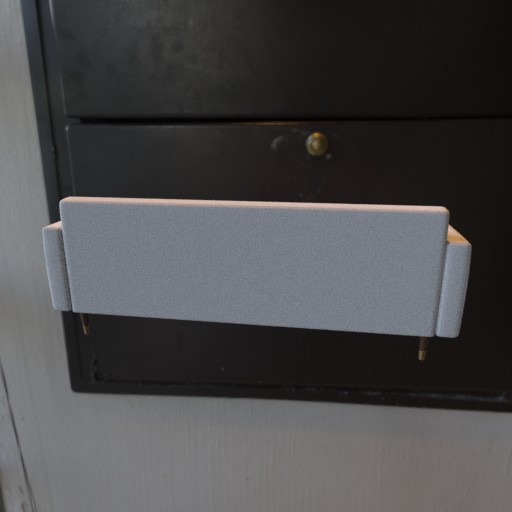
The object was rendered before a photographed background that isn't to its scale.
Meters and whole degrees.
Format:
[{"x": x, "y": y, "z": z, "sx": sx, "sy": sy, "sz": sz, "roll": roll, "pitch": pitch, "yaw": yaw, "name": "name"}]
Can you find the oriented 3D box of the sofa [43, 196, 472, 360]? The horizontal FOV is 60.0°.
[{"x": 0.000, "y": 0.000, "z": 2.781, "sx": 2.291, "sy": 0.821, "sz": 0.990, "roll": 3, "pitch": 17, "yaw": 9, "name": "sofa"}]
